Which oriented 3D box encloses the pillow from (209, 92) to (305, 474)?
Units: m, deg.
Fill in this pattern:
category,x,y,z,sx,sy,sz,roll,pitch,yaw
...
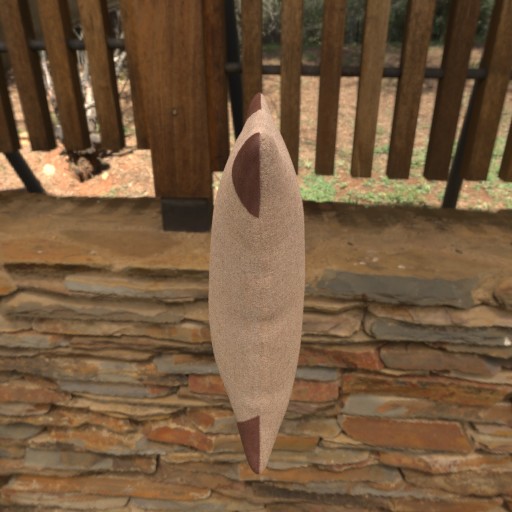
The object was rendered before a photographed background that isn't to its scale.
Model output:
category,x,y,z,sx,sy,sz,roll,pitch,yaw
pillow,0.000,0.000,0.695,0.147,0.448,0.437,0,25,-1
